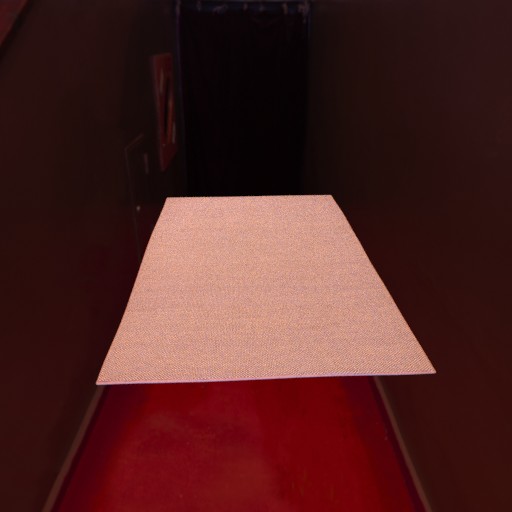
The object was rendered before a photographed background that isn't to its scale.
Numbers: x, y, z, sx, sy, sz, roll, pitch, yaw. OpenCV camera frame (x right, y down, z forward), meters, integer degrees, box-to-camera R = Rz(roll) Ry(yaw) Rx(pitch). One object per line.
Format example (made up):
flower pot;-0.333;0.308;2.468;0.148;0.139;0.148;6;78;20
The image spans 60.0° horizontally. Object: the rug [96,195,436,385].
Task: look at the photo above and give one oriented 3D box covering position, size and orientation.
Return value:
rug;0.000;0.000;2.125;1.078;0.013;1.678;-1;27;-2
